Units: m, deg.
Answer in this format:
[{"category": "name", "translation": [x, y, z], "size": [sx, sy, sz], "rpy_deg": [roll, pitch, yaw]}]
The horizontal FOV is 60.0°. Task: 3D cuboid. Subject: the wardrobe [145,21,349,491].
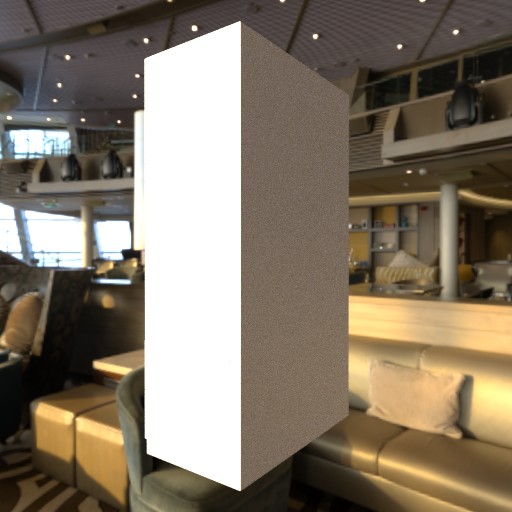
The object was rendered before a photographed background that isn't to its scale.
[{"category": "wardrobe", "translation": [0.000, 0.000, 2.275], "size": [0.577, 1.808, 0.991], "rpy_deg": [0, 1, 36]}]
